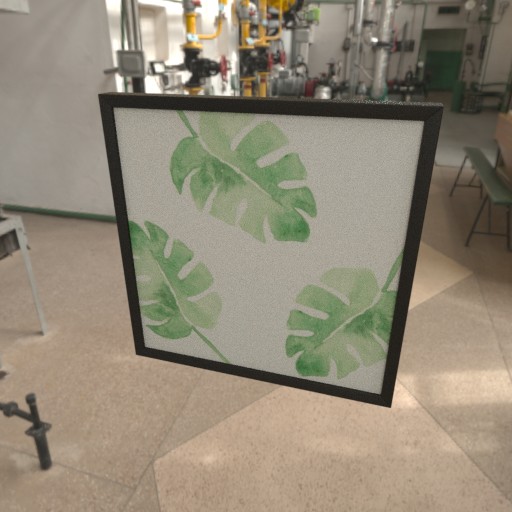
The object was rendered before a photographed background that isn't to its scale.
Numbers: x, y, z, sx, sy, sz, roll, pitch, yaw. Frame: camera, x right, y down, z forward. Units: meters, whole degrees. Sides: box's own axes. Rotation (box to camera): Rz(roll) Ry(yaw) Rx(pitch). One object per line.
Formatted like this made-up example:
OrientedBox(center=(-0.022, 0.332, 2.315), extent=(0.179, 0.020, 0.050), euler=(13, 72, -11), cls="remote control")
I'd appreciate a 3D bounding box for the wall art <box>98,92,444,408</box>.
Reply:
OrientedBox(center=(0.000, 0.000, 0.752), extent=(0.508, 0.508, 0.036), euler=(8, 27, 15), cls="wall art")
